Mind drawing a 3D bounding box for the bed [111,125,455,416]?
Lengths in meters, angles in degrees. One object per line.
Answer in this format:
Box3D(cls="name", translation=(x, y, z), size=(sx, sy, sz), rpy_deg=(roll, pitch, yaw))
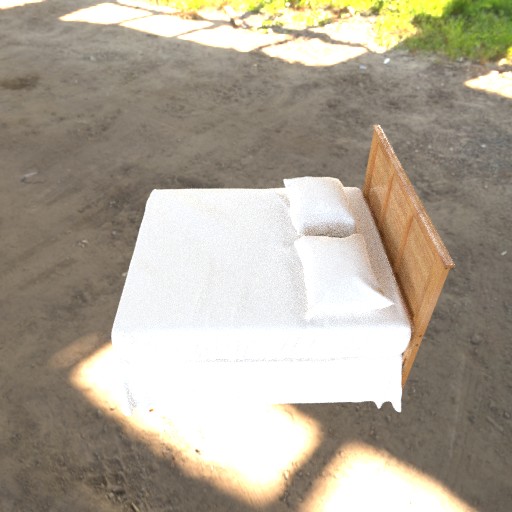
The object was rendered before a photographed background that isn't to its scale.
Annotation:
Box3D(cls="bed", translation=(0.000, 0.000, 3.279), size=(2.035, 1.273, 1.870), rpy_deg=(-1, 41, -1))
